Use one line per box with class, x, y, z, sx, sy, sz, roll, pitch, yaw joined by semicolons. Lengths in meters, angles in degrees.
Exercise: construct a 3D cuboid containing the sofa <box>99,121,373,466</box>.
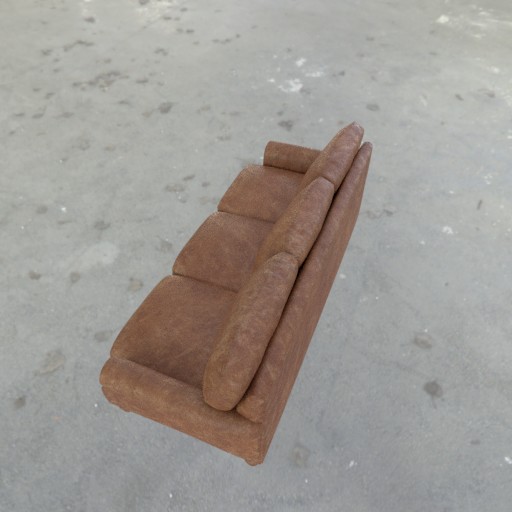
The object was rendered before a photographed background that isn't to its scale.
sofa;0.000;0.000;2.874;0.973;0.977;2.351;16;48;16
